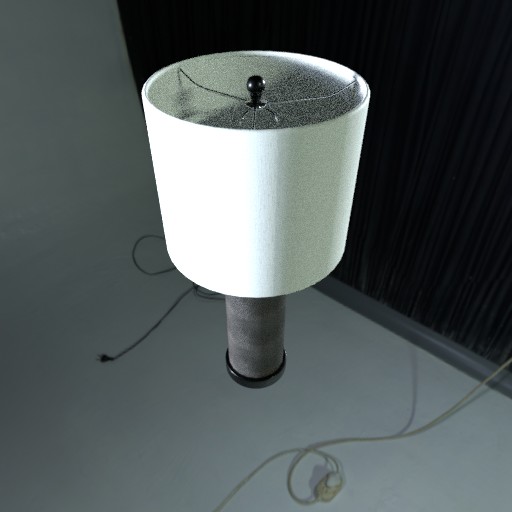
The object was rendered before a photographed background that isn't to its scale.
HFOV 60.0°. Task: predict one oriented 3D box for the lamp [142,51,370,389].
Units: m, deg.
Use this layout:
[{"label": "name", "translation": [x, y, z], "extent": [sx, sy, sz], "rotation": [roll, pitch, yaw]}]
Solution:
[{"label": "lamp", "translation": [0.000, 0.000, 0.800], "extent": [0.305, 0.634, 0.305], "rotation": [25, 46, 26]}]
